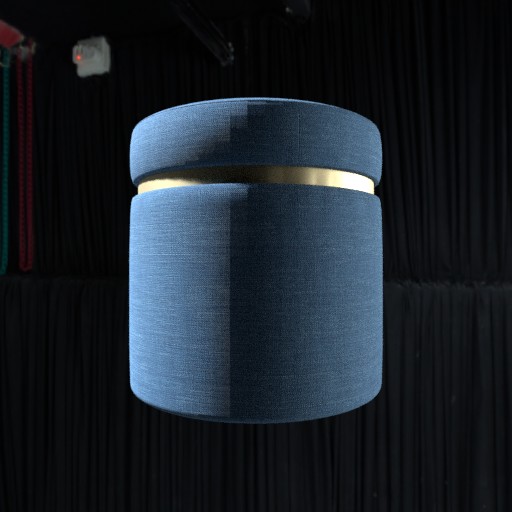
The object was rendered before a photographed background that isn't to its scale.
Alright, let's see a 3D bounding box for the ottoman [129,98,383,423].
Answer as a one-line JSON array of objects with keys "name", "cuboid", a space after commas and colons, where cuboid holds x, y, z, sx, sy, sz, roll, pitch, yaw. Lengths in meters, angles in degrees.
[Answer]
[{"name": "ottoman", "cuboid": [0.000, 0.000, 0.725, 0.398, 0.406, 0.398, 0, 0, 0]}]
